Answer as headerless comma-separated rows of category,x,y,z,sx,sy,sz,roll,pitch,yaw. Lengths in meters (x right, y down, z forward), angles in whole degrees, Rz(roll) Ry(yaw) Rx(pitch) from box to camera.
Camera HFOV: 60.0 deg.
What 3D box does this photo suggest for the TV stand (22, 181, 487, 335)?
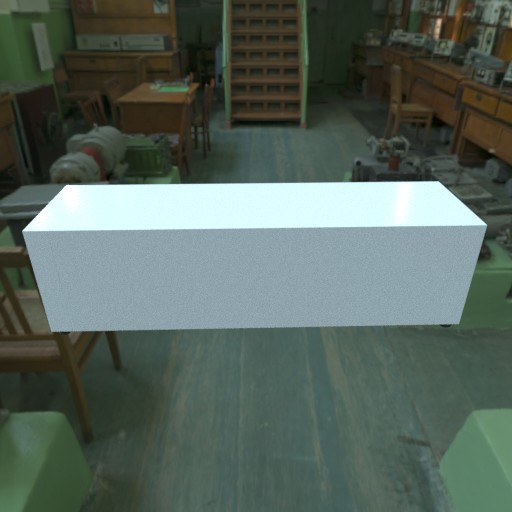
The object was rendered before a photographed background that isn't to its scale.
TV stand,0.000,0.000,1.716,1.500,0.440,0.410,-1,30,-1
